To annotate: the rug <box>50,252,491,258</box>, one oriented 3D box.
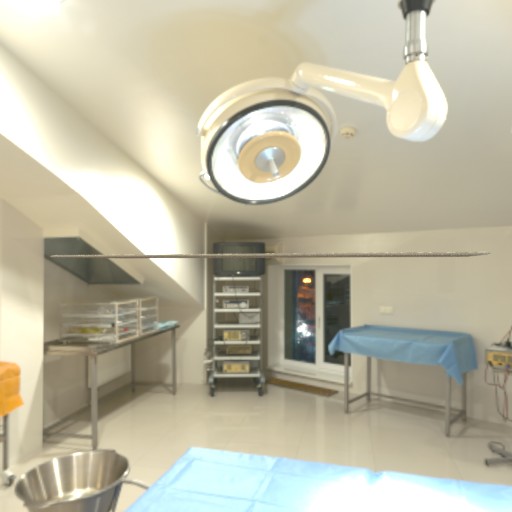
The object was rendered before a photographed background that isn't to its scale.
[{"bbox_3d":[0.000,0.000,2.425,2.196,0.011,0.662,0,-1,19],"label":"rug"}]
